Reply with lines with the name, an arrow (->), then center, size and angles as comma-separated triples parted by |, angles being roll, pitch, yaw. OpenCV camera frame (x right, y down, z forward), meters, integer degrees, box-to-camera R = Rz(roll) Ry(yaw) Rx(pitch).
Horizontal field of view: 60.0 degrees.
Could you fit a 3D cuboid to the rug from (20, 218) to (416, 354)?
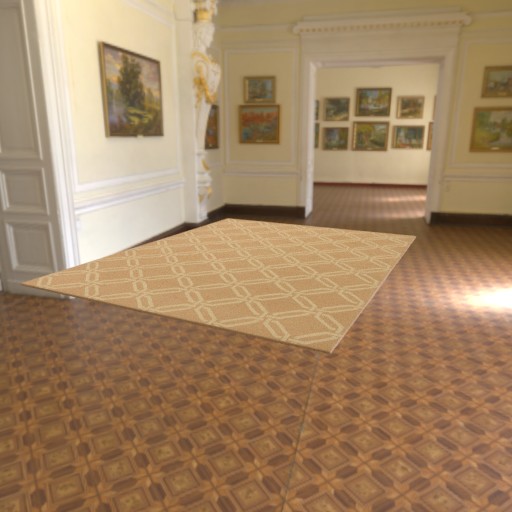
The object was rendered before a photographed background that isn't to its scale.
rug -> 0.000, 0.000, 3.888 | 2.288, 0.018, 2.895 | 8, 17, 26
